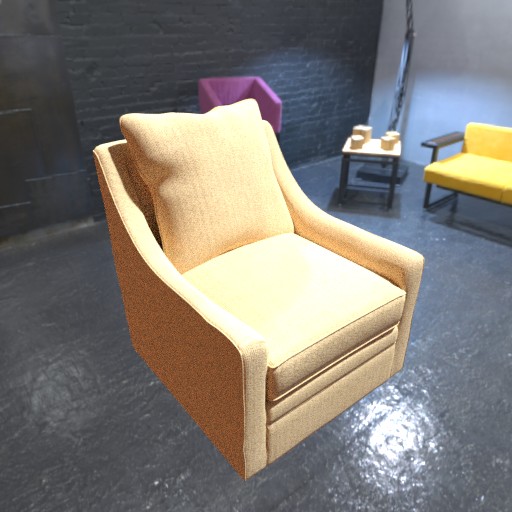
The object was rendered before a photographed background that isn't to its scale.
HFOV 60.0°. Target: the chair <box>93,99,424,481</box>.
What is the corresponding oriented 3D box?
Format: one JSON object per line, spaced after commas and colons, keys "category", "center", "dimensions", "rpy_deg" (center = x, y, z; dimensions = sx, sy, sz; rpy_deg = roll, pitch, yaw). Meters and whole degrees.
{"category": "chair", "center": [0.000, 0.000, 1.562], "dimensions": [0.760, 0.927, 0.876], "rpy_deg": [-20, 34, -33]}
